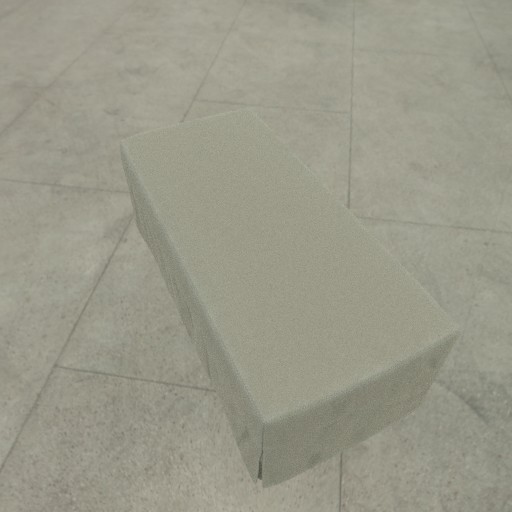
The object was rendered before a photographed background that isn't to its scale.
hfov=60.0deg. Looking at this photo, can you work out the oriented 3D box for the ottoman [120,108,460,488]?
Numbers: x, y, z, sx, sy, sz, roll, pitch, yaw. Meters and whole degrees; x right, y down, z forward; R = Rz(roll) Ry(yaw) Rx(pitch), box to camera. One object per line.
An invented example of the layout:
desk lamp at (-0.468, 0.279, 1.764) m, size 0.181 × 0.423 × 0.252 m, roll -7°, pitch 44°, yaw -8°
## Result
ottoman at (0.000, 0.000, 1.671) m, size 0.665 × 0.457 × 1.388 m, roll -20°, pitch 50°, yaw -18°
